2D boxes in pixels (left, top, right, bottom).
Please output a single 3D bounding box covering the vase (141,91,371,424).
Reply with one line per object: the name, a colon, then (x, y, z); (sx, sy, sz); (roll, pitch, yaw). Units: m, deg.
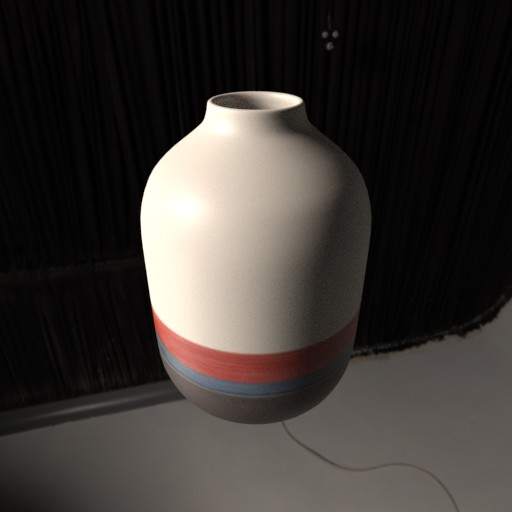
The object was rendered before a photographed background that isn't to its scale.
vase: (0.000, 0.000, 0.350); (0.169, 0.237, 0.169); (0, 30, 0)
